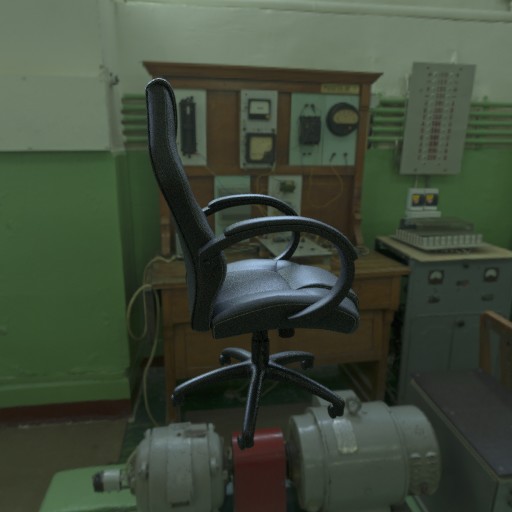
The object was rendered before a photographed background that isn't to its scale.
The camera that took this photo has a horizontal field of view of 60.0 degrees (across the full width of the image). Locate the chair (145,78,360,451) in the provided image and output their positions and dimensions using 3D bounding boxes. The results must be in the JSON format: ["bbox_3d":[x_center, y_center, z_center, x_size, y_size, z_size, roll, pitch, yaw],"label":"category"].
[{"bbox_3d":[0.000,0.000,1.635,0.724,1.187,0.673,-3,15,-10],"label":"chair"}]
